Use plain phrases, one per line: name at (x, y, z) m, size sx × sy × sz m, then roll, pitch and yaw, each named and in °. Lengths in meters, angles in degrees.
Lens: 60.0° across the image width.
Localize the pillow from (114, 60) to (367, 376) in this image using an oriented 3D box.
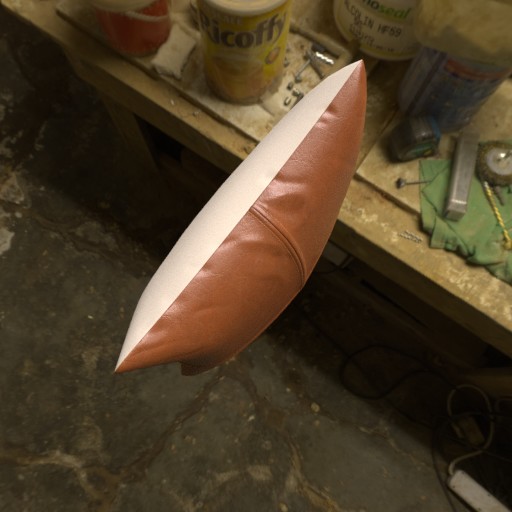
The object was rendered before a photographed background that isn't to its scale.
pillow at (0.000, 0.000, 0.761) m, size 0.192 × 0.477 × 0.501 m, roll 35°, pitch 78°, yaw 9°
